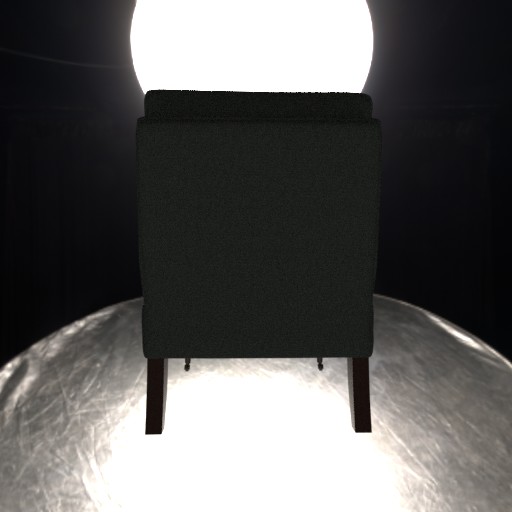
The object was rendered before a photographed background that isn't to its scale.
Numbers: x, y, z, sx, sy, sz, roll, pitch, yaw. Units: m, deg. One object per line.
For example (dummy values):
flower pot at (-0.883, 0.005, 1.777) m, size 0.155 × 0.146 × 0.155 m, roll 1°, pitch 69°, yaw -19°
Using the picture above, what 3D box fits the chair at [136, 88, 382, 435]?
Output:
chair at (0.000, 0.000, 1.442) m, size 0.624 × 0.901 × 0.796 m, roll 0°, pitch 0°, yaw -1°
